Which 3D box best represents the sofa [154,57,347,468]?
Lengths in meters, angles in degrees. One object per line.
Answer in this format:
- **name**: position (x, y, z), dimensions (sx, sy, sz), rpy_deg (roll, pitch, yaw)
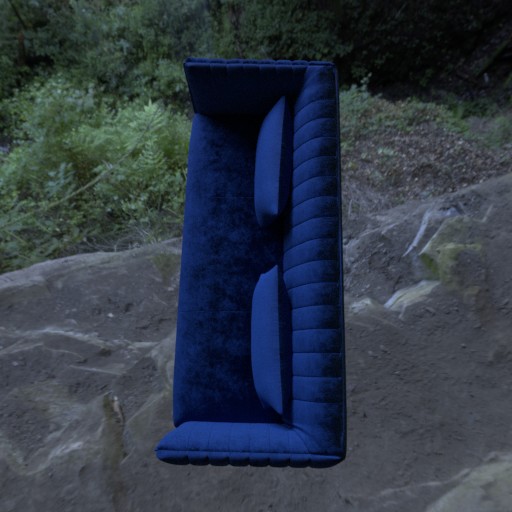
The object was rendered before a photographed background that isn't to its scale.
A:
- **sofa**: position (0.000, 0.000, 2.548), dimensions (0.896, 0.793, 2.136), rpy_deg (1, 76, 0)
